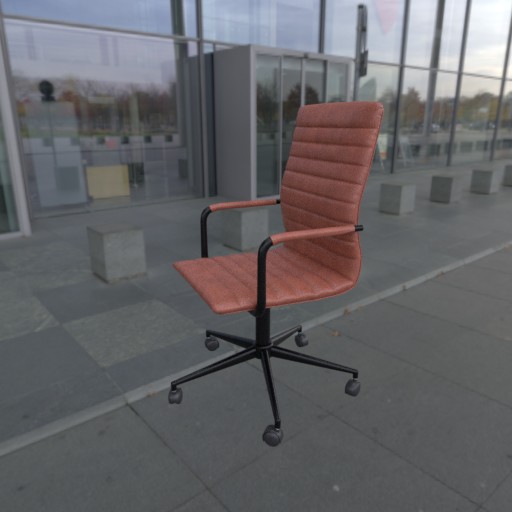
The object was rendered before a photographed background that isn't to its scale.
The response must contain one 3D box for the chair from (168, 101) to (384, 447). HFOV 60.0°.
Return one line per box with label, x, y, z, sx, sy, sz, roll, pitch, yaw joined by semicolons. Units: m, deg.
chair;0.000;0.000;1.326;0.578;0.878;0.600;-8;19;-24
